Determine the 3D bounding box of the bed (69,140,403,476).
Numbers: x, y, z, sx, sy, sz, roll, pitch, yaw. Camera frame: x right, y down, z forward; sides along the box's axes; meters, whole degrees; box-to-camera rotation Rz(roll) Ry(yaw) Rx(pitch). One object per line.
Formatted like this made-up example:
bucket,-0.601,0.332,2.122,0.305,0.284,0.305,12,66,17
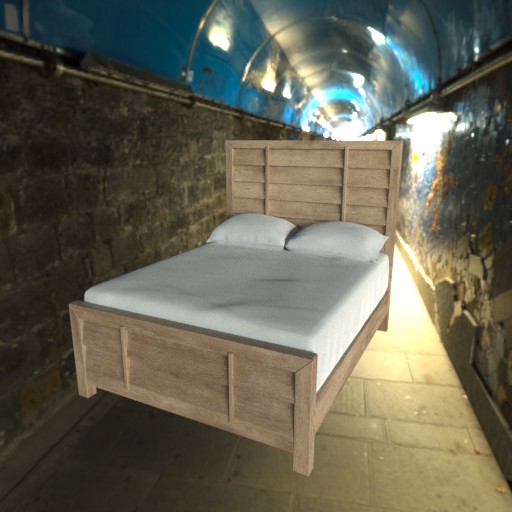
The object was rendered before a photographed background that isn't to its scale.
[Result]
bed,0.000,0.000,3.234,1.615,1.631,2.017,7,16,26
